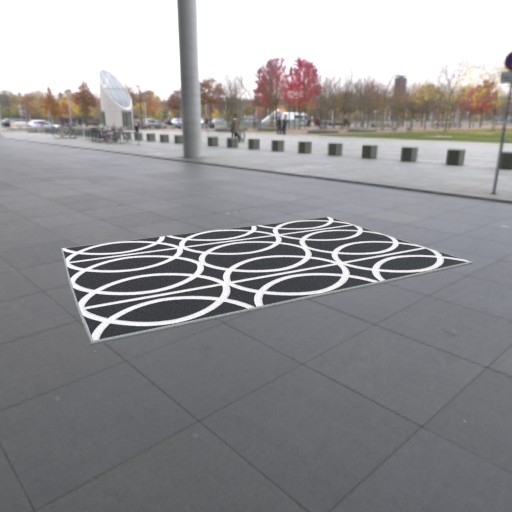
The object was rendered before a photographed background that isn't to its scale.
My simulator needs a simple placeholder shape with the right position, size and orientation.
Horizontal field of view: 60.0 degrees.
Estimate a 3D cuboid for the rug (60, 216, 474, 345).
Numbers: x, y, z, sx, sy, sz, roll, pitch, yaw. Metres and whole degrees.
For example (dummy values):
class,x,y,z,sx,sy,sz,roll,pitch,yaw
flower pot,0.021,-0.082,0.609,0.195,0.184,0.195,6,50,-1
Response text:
class,x,y,z,sx,sy,sz,roll,pitch,yaw
rug,0.000,0.000,2.912,2.290,0.014,1.526,-9,19,-26
